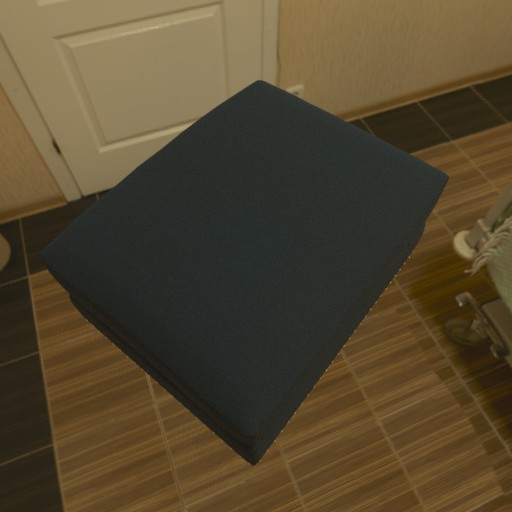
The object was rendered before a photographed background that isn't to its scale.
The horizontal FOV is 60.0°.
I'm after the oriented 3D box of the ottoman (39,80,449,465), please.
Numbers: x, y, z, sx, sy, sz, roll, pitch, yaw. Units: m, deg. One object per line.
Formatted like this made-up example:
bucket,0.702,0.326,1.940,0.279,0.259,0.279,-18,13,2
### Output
ottoman,0.000,0.000,1.107,0.584,0.513,0.741,34,64,19
